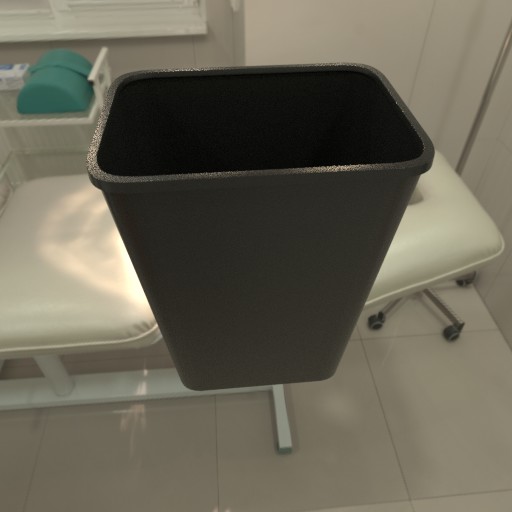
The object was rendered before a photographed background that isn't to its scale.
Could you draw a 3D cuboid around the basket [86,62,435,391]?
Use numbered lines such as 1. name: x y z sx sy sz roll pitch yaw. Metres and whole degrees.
1. basket: 0.000 0.000 0.747 0.394 0.521 0.287 -4 45 -4
